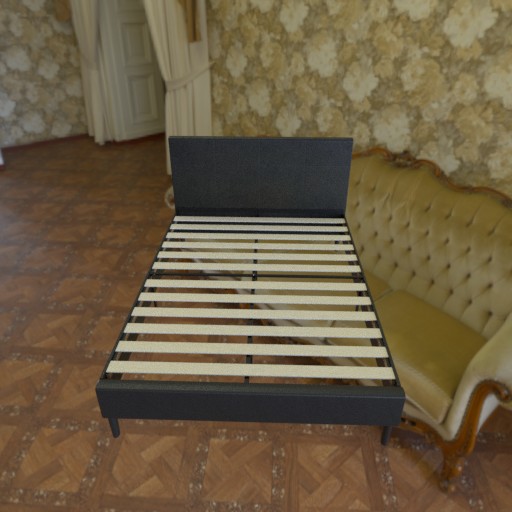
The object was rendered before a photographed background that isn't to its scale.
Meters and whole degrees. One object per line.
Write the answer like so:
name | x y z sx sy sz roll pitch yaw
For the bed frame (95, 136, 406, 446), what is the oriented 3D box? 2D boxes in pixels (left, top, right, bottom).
bed frame | 0.000 0.000 3.236 1.634 1.127 2.318 1 30 2
